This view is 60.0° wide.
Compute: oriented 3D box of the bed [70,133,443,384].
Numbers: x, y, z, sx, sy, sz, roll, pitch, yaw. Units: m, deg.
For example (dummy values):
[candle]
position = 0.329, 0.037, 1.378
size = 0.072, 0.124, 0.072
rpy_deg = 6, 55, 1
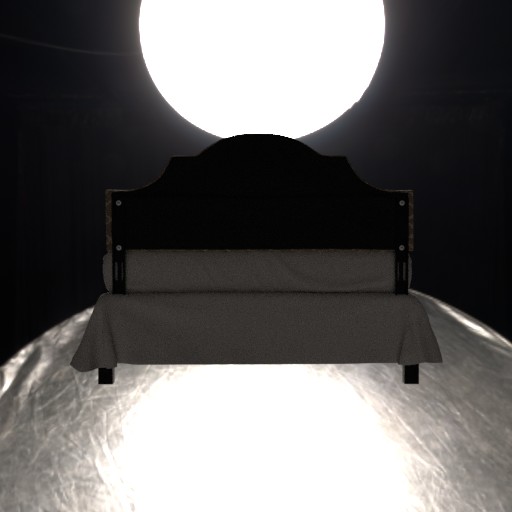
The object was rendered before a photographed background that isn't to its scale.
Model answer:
[bed]
position = 0.000, 0.000, 3.787
size = 2.314, 1.601, 2.222
rpy_deg = 0, 1, 0
